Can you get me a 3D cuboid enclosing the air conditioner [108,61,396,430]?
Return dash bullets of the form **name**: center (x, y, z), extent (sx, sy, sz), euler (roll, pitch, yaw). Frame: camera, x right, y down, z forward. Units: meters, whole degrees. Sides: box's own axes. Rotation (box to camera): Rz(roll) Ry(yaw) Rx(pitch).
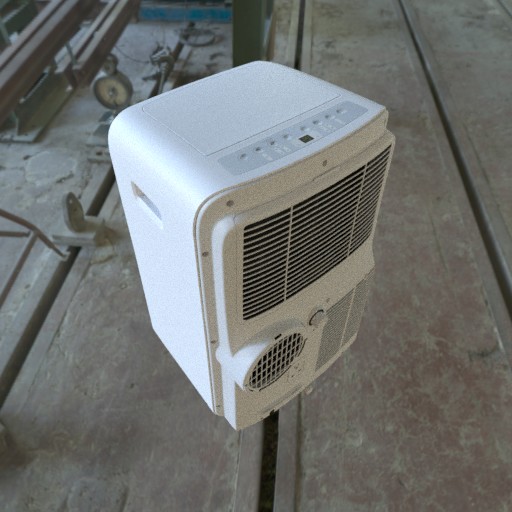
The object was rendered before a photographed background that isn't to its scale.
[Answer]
- **air conditioner**: center (0.000, 0.000, 1.058), extent (0.478, 0.765, 0.467), euler (-32, 55, -26)
